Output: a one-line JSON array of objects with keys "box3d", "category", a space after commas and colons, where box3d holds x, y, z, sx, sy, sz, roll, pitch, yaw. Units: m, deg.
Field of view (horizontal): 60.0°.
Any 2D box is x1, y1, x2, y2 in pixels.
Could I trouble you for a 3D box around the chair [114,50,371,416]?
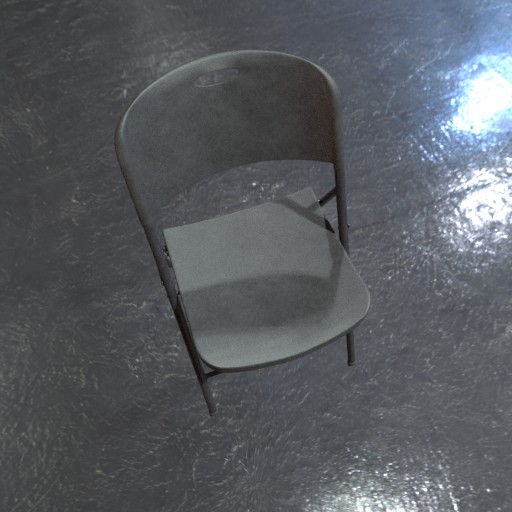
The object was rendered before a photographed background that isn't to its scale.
[{"box3d": [0.000, 0.000, 1.150, 0.494, 0.810, 0.566, -17, 64, -9], "category": "chair"}]
